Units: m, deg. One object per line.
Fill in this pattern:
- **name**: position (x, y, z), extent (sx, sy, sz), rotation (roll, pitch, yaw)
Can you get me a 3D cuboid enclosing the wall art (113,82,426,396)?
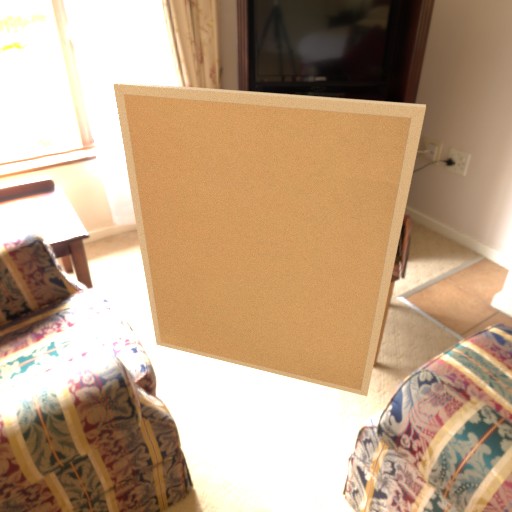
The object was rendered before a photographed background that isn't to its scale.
- **wall art**: position (0.000, 0.000, 0.646), extent (0.382, 0.456, 0.013), rotation (10, 34, 15)
